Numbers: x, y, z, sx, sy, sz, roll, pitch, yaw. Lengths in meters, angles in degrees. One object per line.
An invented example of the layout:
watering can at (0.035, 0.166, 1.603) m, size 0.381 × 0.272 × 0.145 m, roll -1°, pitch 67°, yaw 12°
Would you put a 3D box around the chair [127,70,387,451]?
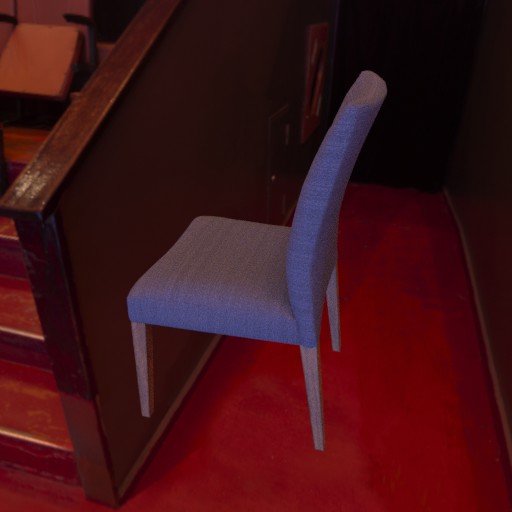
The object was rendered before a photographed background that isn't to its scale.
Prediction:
chair at (0.000, 0.000, 1.251) m, size 0.585 × 0.940 × 0.496 m, roll 8°, pitch 31°, yaw 13°
